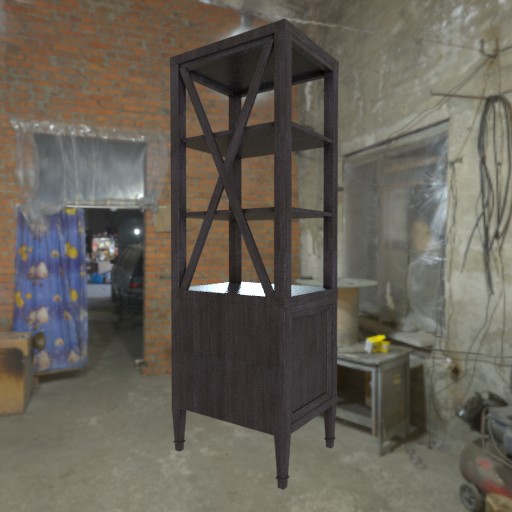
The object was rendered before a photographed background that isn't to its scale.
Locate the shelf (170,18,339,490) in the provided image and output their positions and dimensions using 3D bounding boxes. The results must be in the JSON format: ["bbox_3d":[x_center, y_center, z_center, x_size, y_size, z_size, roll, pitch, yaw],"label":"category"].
[{"bbox_3d":[0.000,0.000,1.975,0.584,1.727,0.472,1,2,35],"label":"shelf"}]
